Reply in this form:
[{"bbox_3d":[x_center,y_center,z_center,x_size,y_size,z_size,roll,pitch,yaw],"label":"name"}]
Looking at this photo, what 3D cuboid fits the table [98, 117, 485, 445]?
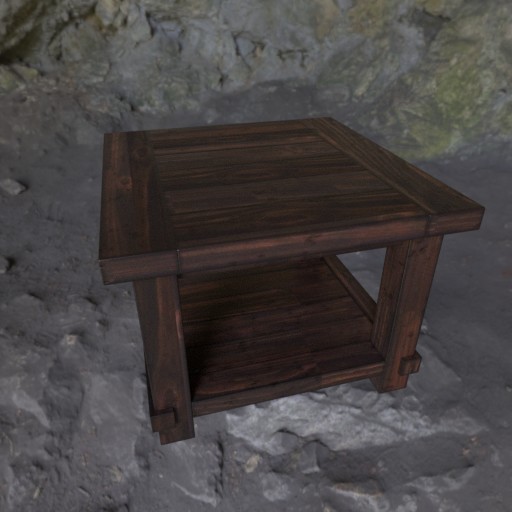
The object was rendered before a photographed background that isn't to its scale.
[{"bbox_3d":[0.000,0.000,1.001,0.593,0.437,0.606,-8,32,-13],"label":"table"}]
